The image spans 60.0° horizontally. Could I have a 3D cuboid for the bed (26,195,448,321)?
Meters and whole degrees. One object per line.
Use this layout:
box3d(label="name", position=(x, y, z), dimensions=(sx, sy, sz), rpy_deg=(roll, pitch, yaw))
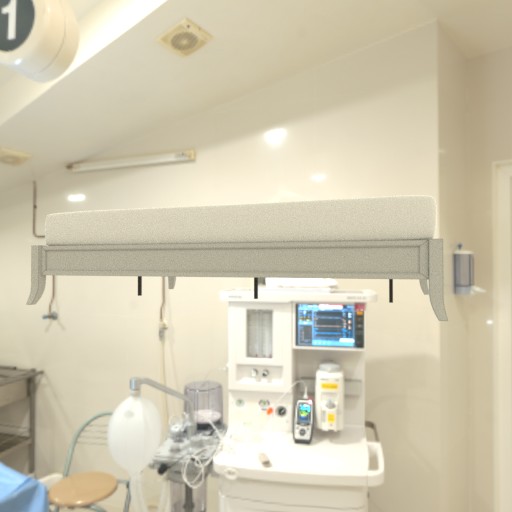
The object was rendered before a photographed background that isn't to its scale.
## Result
box3d(label="bed", position=(0.000, 0.000, 2.638), dimensions=(1.985, 0.510, 1.460), rpy_deg=(0, -1, 19))
